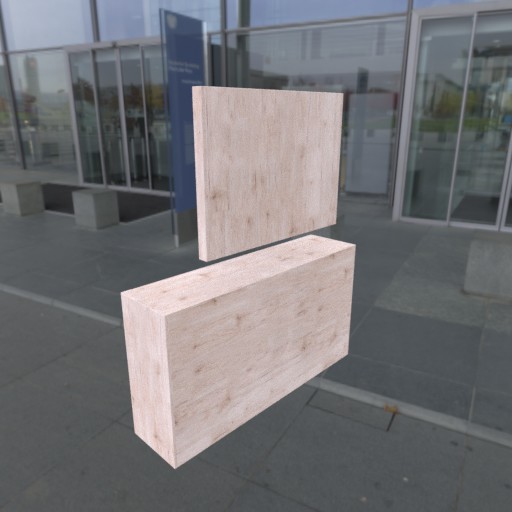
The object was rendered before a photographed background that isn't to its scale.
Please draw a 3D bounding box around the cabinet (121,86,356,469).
[{"bbox_3d":[0.000,0.000,2.846,0.420,1.981,1.700,17,24,42],"label":"cabinet"}]
